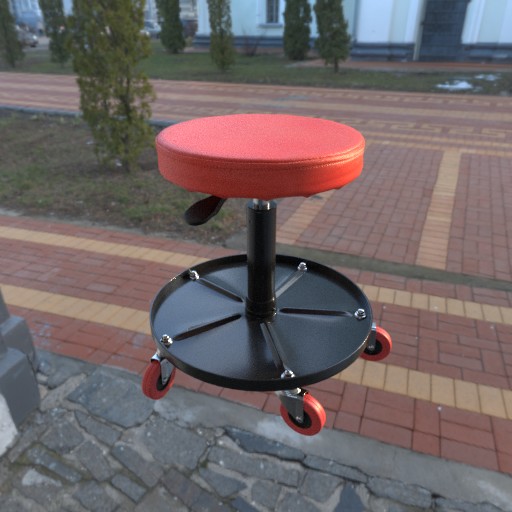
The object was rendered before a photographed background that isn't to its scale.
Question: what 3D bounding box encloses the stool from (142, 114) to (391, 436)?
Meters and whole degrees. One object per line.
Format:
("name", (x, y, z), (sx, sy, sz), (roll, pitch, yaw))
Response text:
("stool", (0.000, 0.000, 0.662), (0.381, 0.365, 0.382), (19, 33, 32))
